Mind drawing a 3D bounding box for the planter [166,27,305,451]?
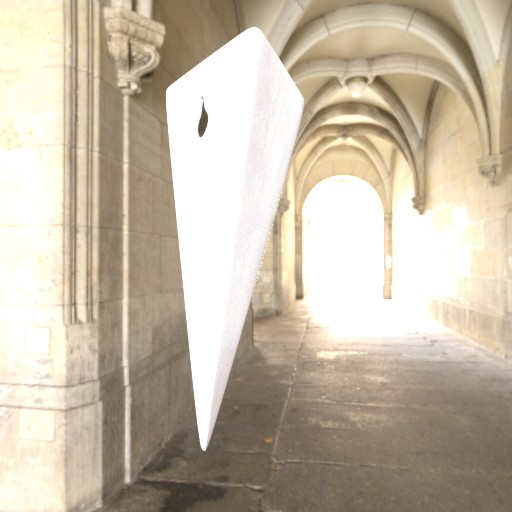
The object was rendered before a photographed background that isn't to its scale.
[{"bbox_3d":[0.000,0.000,0.279,0.081,0.224,0.101,1,-1,-36],"label":"planter"}]
